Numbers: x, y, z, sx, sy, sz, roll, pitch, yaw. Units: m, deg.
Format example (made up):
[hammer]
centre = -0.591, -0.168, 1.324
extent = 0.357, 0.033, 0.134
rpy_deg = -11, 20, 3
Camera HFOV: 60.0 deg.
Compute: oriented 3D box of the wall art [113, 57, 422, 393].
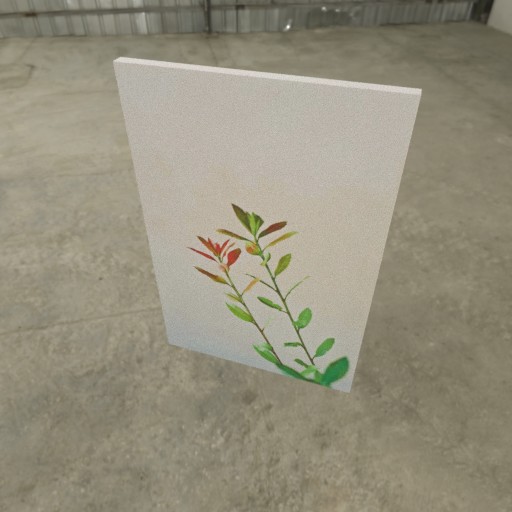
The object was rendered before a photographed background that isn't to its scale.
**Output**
[wall art]
centre = 0.000, 0.000, 1.432
extent = 0.764, 1.143, 0.038
rpy_deg = 12, 42, 14
